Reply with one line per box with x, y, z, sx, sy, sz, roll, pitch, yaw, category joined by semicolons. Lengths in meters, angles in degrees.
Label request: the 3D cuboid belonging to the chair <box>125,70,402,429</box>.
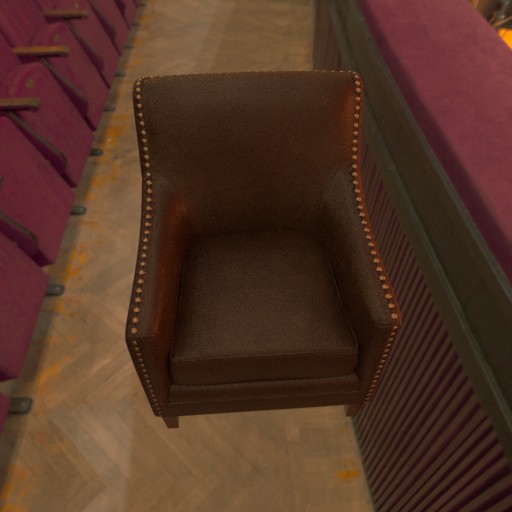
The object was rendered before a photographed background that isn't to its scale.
0.000;0.000;1.292;0.639;0.813;0.704;-3;47;-3;chair
